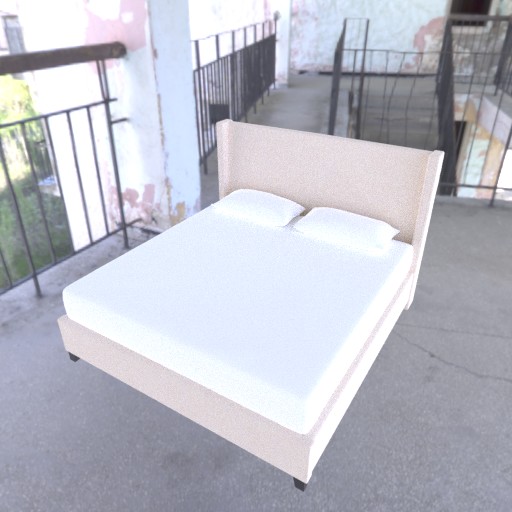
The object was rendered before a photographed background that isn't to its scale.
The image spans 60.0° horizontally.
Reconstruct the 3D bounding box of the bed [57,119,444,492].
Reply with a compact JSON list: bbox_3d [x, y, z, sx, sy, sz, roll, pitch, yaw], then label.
[{"bbox_3d":[0.000,0.000,3.559,2.145,1.471,2.293,17,34,27],"label":"bed"}]
